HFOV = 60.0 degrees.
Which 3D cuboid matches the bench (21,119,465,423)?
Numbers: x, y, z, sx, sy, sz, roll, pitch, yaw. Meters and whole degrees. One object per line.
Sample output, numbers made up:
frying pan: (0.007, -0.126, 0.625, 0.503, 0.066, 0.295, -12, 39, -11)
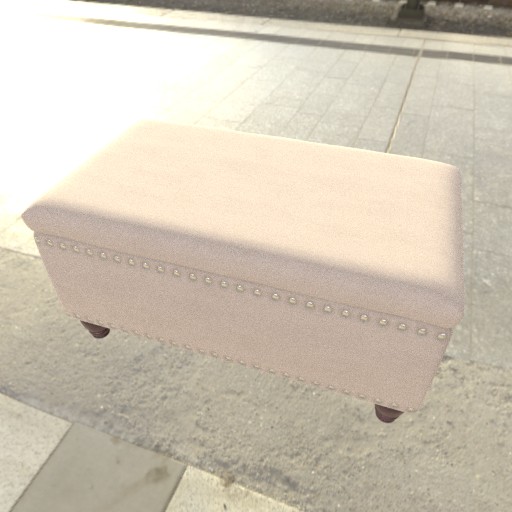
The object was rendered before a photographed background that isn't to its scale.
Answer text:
bench: (0.000, 0.000, 1.129, 0.887, 0.449, 0.500, 12, 42, 14)
